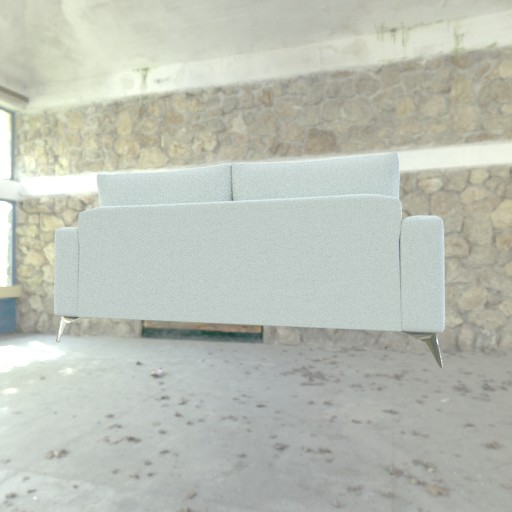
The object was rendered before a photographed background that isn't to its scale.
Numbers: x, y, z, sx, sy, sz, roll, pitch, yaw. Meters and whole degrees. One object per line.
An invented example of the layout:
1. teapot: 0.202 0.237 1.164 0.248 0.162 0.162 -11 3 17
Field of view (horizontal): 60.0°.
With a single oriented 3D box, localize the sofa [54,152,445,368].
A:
1. sofa: 0.000 0.000 2.190 1.650 0.790 0.920 0 -1 18
